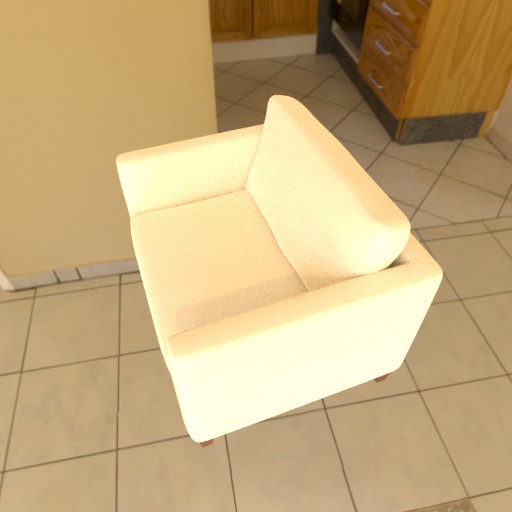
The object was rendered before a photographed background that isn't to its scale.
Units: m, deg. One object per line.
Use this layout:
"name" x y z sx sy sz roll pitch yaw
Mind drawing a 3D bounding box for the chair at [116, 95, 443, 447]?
"chair" 0.000 0.000 1.732 0.878 0.885 1.019 -15 49 -14
